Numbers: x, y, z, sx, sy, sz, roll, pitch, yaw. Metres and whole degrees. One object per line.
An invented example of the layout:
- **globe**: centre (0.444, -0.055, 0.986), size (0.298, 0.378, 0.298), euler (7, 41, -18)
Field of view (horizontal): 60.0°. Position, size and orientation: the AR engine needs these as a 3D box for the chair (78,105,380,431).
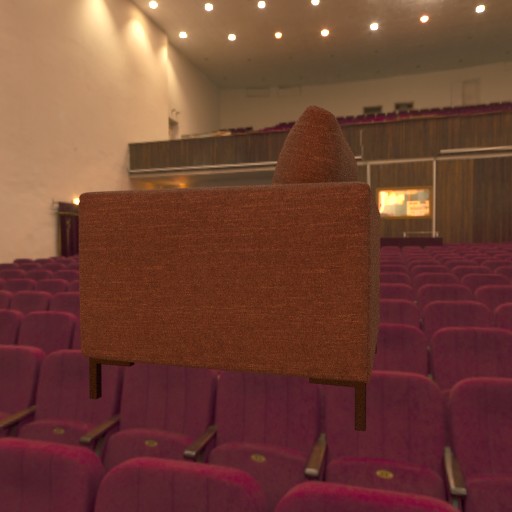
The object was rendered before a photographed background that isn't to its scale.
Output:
- **chair**: centre (0.000, 0.000, 1.604), size (0.845, 0.841, 0.940), euler (0, 1, 17)
